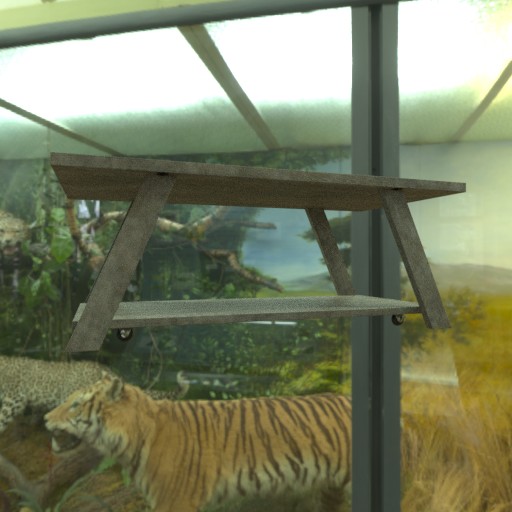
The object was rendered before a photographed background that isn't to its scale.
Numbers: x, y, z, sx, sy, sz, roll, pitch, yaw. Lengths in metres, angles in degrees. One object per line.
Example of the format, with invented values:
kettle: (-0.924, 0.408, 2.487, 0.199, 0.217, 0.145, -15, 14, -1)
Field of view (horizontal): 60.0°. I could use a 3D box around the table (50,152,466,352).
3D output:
table: (0.000, 0.000, 1.508, 1.219, 0.470, 0.610, 0, -1, -19)
